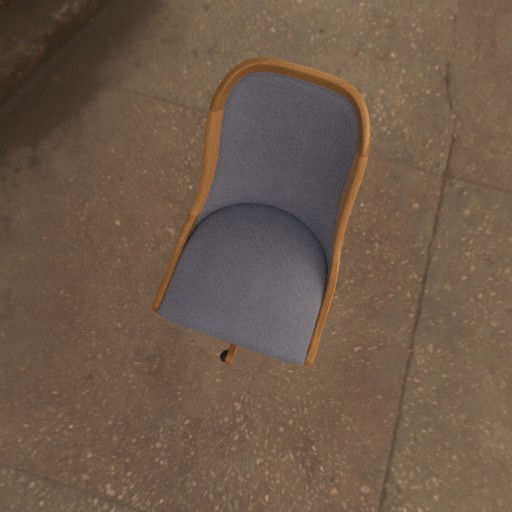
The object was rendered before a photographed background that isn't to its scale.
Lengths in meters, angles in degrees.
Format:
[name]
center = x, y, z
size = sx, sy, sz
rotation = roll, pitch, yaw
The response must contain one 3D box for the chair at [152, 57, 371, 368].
[chair]
center = 0.000, 0.000, 1.488
size = 0.605, 1.031, 0.735
rotation = 18, 76, 5
